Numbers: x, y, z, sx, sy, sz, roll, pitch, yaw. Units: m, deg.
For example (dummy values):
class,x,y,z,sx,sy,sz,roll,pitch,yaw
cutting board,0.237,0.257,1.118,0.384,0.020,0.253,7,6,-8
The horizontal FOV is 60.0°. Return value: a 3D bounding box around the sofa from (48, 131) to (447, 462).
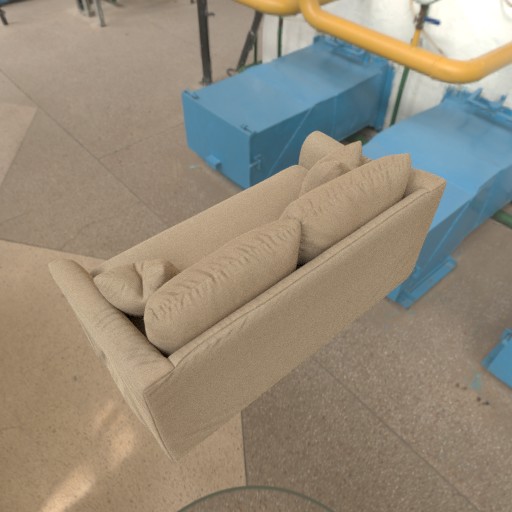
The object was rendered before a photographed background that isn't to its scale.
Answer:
class,x,y,z,sx,sy,sz,roll,pitch,yaw
sofa,0.000,0.000,2.613,2.010,1.018,1.072,-32,54,-26
